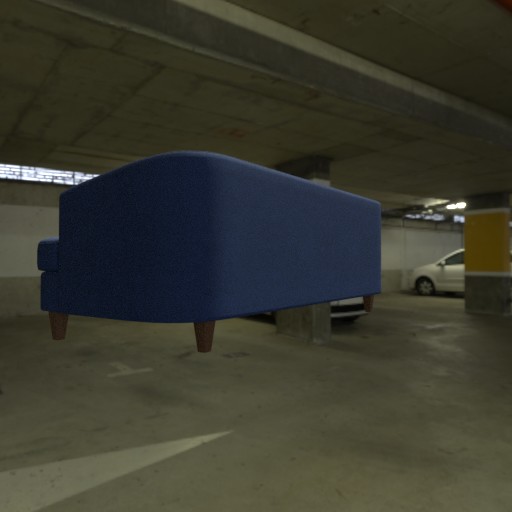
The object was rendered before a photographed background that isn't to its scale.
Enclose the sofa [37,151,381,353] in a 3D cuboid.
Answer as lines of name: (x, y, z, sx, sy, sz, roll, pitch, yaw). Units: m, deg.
sofa: (0.000, 0.000, 2.682, 0.914, 0.787, 2.235, 0, -1, 36)
